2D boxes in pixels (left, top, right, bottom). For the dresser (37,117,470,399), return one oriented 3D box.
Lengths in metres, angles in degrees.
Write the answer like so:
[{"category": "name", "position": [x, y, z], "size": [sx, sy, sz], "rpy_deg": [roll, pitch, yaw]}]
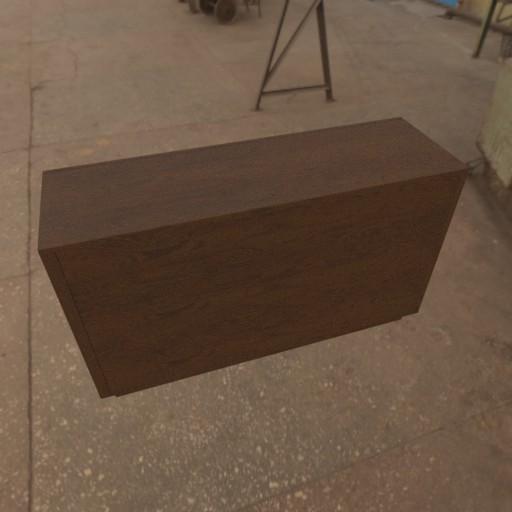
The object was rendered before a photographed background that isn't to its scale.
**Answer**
[{"category": "dresser", "position": [0.000, 0.000, 1.958], "size": [1.523, 0.889, 0.512], "rpy_deg": [-12, 43, -14]}]
